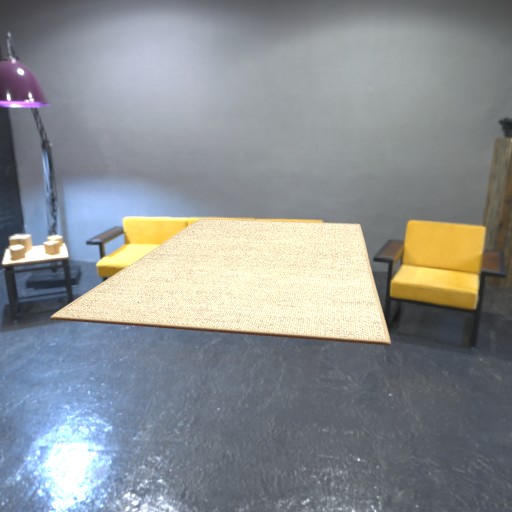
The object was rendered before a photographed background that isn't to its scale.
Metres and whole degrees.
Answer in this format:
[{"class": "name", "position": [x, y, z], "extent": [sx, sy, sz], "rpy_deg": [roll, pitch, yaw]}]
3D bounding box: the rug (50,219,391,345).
[{"class": "rug", "position": [0.000, 0.000, 2.121], "extent": [1.062, 0.013, 1.667], "rpy_deg": [3, 16, 9]}]
